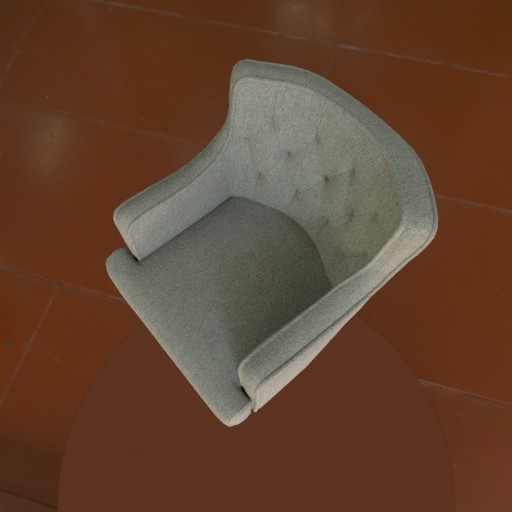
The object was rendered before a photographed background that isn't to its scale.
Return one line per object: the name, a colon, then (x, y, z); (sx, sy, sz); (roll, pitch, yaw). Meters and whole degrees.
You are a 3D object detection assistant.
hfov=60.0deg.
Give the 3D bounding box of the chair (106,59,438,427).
chair: (0.000, 0.000, 1.592); (0.910, 0.920, 0.820); (-38, 70, -16)
